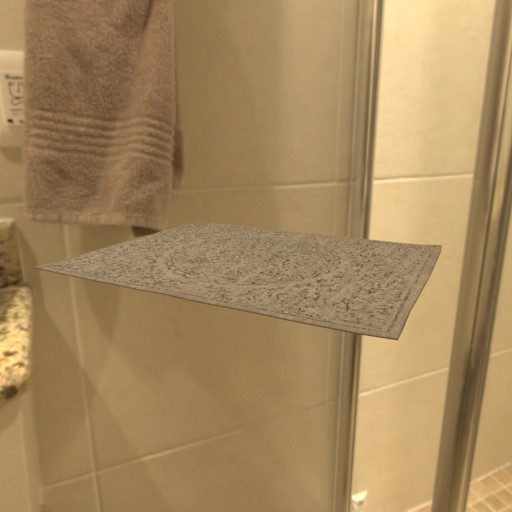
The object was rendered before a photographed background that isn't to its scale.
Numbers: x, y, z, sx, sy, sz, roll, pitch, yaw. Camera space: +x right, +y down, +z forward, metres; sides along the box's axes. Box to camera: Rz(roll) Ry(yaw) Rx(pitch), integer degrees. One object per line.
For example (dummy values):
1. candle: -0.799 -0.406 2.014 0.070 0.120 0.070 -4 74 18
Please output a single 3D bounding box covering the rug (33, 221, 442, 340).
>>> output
1. rug: 0.000 0.000 3.993 2.925 0.026 2.343 8 17 27
